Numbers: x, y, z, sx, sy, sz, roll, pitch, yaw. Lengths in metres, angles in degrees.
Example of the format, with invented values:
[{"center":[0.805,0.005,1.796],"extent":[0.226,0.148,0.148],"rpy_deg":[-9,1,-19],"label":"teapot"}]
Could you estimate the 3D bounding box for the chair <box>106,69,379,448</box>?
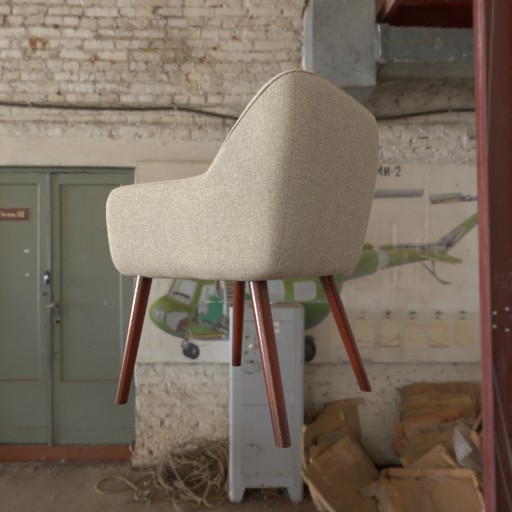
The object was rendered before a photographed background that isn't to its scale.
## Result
[{"center":[0.000,0.000,1.286],"extent":[0.610,0.813,0.610],"rpy_deg":[0,0,35],"label":"chair"}]
